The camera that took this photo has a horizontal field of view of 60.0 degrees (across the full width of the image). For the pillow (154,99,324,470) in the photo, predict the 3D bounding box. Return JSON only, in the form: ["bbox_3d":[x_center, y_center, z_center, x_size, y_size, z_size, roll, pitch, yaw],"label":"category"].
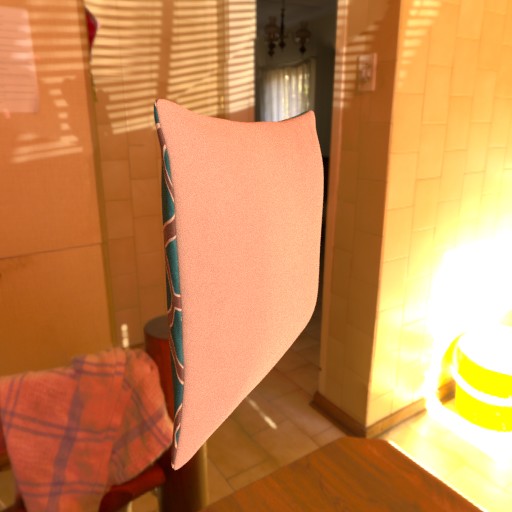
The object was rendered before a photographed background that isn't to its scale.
[{"bbox_3d":[0.000,0.000,0.790,0.166,0.507,0.526,8,19,25],"label":"pillow"}]
